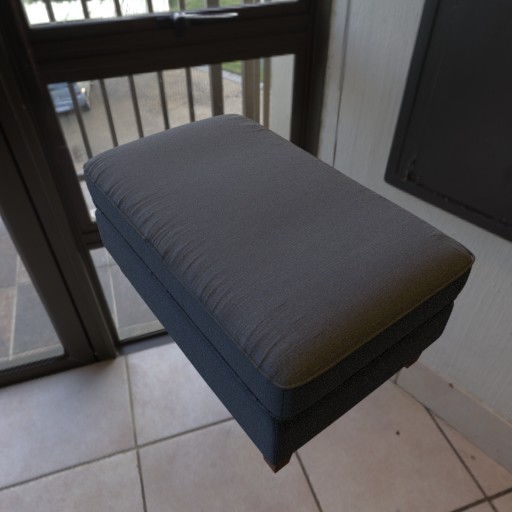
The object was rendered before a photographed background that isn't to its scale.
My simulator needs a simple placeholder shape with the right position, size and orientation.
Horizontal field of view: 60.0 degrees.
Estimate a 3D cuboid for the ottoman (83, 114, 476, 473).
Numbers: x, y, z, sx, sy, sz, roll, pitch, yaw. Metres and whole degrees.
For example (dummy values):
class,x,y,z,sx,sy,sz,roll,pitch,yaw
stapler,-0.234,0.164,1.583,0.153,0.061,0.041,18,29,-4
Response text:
class,x,y,z,sx,sy,sz,roll,pitch,yaw
ottoman,0.000,0.000,1.172,0.570,0.438,0.885,-27,48,-27
